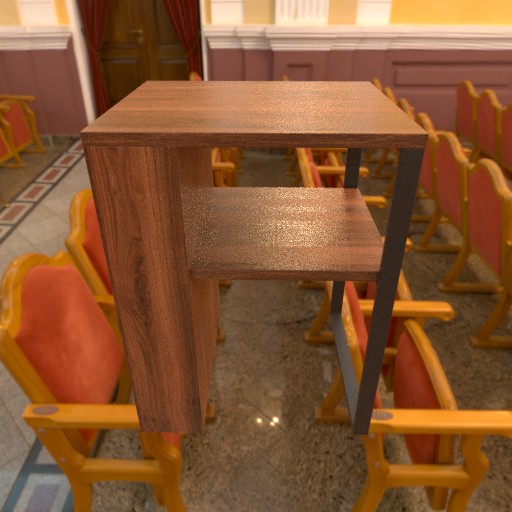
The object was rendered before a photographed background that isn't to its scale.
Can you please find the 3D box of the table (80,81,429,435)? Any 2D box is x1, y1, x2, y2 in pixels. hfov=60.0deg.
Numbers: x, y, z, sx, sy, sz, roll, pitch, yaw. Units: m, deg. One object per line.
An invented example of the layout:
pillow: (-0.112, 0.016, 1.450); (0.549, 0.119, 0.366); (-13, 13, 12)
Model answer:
table: (0.000, 0.000, 1.547); (0.786, 1.041, 0.660); (1, 31, 1)
